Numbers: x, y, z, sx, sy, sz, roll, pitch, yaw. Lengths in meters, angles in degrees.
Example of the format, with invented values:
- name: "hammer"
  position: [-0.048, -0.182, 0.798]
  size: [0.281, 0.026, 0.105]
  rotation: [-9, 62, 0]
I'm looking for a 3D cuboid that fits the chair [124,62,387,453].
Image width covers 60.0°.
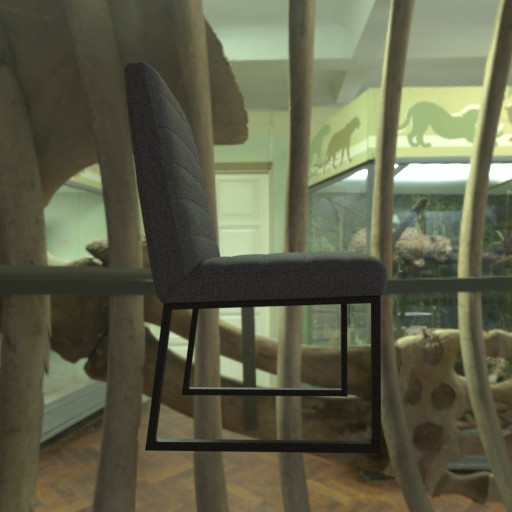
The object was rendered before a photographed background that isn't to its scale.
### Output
- name: "chair"
  position: [0.000, 0.000, 1.280]
  size: [0.634, 0.930, 0.520]
  rotation: [0, -1, 2]
